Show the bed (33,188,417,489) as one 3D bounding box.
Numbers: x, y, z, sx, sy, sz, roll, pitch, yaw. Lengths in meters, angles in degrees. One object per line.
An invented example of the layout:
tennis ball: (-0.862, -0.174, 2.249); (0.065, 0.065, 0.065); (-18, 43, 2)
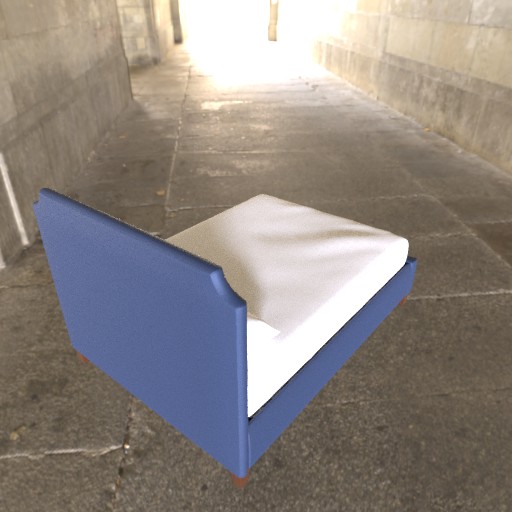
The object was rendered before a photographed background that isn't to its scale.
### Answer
bed: (0.000, 0.000, 3.350); (1.712, 1.443, 2.372); (23, 37, 33)
